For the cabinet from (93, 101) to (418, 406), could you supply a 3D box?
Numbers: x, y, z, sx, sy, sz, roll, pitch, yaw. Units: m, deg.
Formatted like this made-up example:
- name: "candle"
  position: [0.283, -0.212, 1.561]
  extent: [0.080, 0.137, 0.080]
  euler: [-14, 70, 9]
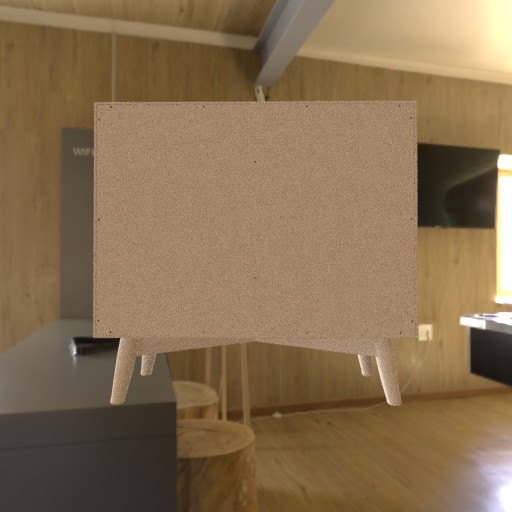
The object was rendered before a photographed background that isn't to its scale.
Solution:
- name: "cabinet"
  position: [0.000, 0.000, 1.291]
  extent: [0.800, 0.761, 0.398]
  euler: [0, -1, 1]
